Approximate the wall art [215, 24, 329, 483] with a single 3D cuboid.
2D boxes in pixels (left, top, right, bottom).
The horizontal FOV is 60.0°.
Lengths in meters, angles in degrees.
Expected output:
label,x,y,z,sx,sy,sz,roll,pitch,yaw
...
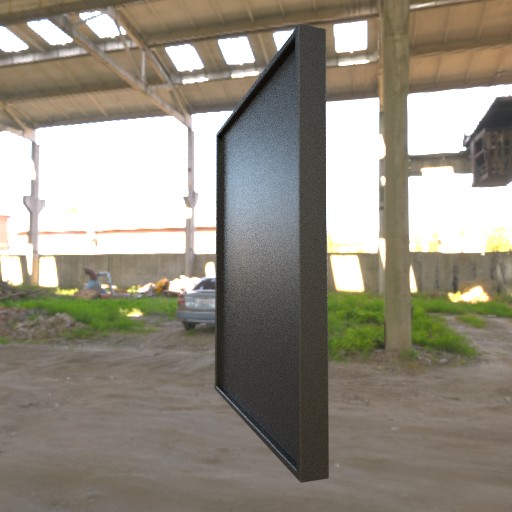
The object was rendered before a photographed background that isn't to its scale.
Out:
label,x,y,z,sx,sy,sz,roll,pitch,yaw
wall art,0.000,0.000,0.754,0.039,0.555,0.449,1,-3,-18
